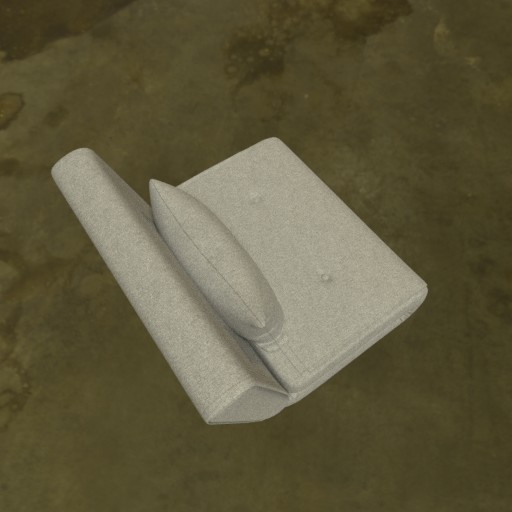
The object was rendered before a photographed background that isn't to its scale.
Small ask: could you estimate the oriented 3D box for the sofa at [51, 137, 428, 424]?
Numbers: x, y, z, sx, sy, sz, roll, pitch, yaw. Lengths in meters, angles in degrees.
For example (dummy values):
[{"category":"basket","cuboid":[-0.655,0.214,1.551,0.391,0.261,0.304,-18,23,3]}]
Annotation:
[{"category":"sofa","cuboid":[0.000,0.000,1.745,1.000,0.825,1.020,-32,64,-17]}]
